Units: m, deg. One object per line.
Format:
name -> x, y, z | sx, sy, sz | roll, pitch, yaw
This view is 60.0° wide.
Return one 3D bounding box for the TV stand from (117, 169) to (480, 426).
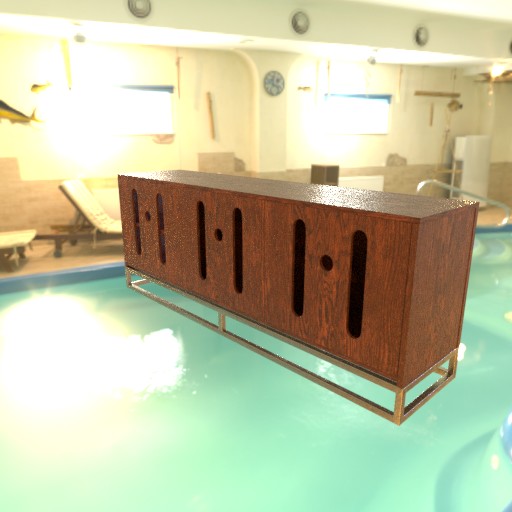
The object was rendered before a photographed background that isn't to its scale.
TV stand -> 0.000, 0.000, 1.798 | 0.382, 0.578, 1.541 | -14, 21, -41
